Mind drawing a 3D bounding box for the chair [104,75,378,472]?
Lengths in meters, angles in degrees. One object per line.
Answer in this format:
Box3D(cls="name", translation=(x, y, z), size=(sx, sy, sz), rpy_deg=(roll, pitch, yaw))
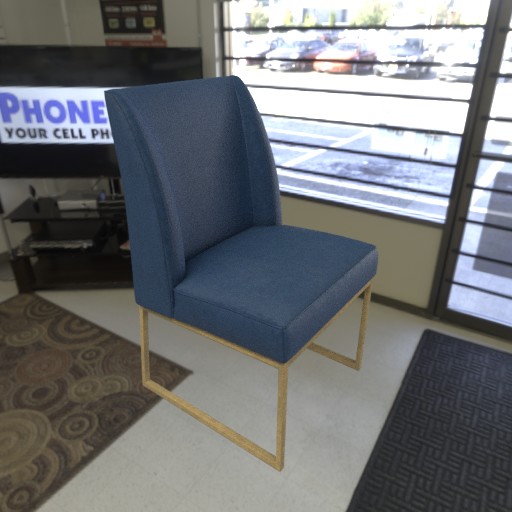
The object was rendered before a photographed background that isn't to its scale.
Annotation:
Box3D(cls="chair", translation=(0.000, 0.000, 1.207), size=(0.522, 0.863, 0.508), rpy_deg=(19, 32, 32))
